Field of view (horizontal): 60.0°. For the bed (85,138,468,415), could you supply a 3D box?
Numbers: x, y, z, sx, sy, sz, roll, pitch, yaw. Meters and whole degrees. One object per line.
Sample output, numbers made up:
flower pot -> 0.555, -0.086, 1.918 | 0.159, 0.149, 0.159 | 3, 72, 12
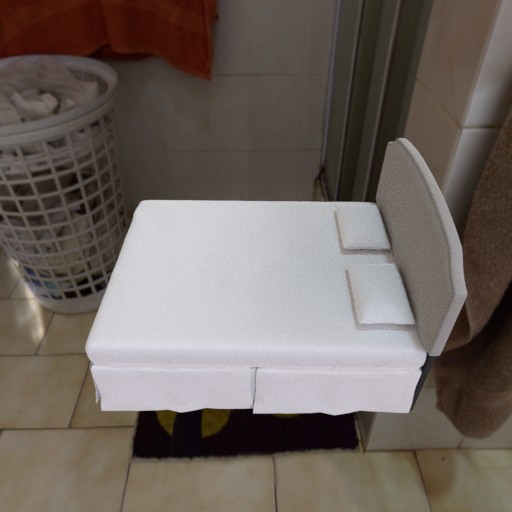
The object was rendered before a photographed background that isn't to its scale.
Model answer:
bed -> 0.000, 0.000, 2.928 | 1.999, 1.270, 1.558 | 1, 41, 1
